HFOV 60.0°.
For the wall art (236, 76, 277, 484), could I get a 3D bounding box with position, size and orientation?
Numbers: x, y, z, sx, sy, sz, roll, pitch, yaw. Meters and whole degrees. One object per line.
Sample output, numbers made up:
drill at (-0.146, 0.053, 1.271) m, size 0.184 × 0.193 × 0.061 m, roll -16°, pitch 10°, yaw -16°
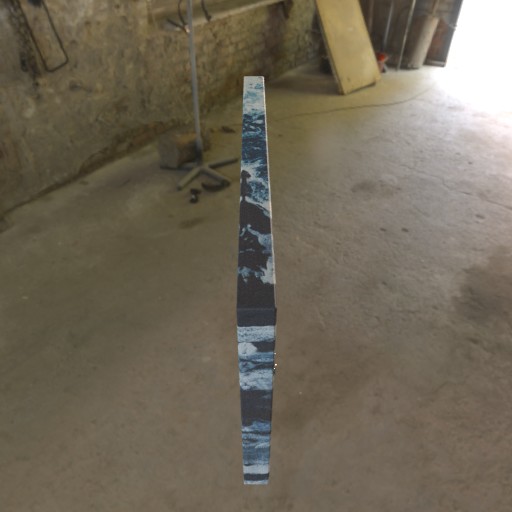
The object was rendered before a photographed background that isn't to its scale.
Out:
wall art at (0.000, 0.000, 0.778) m, size 0.043 × 0.407 × 0.609 m, roll 0°, pitch 42°, yaw 0°
